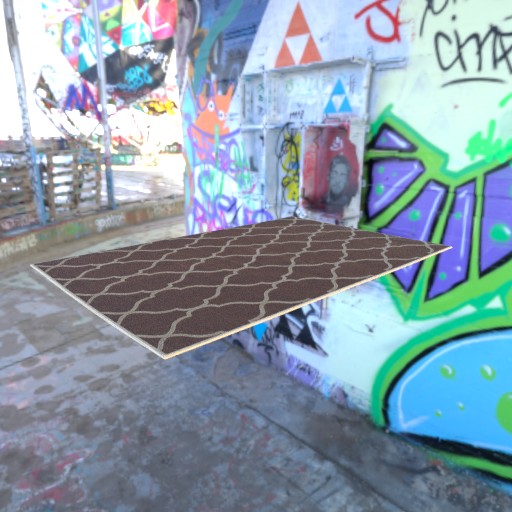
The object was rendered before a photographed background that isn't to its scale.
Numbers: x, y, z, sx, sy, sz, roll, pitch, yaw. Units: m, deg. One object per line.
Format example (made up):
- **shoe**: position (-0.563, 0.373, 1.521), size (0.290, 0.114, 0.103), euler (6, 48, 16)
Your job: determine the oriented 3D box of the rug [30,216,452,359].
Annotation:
- **rug**: position (0.000, 0.000, 2.841), size (2.294, 0.014, 1.528), euler (-14, 21, -41)
